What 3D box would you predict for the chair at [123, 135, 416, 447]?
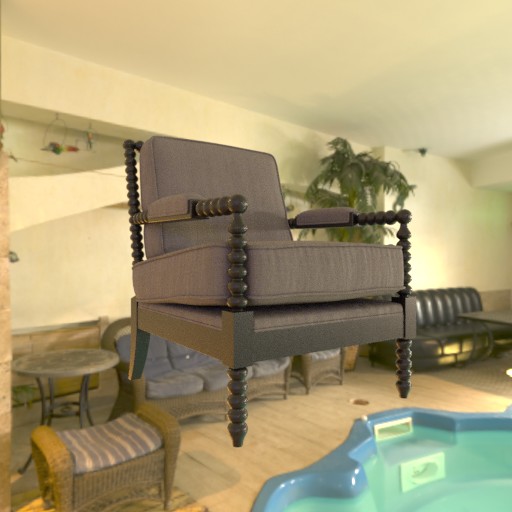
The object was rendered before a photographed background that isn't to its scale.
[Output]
[{"bbox_3d":[0.000,0.000,1.134,0.540,0.661,0.622,0,0,-35],"label":"chair"}]
